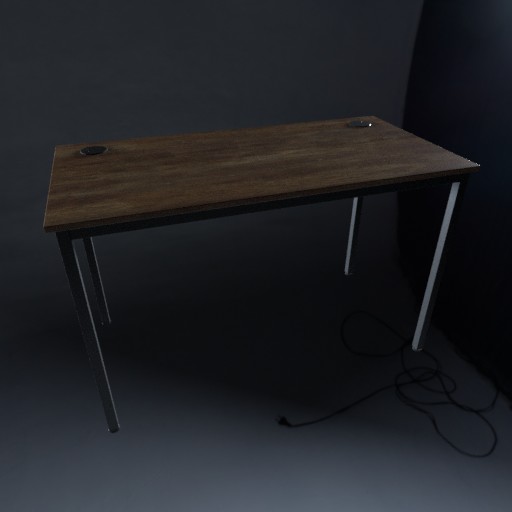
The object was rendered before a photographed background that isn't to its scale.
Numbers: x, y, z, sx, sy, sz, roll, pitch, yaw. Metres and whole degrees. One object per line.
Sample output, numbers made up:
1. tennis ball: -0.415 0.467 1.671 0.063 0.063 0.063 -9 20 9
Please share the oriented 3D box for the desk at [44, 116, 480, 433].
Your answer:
1. desk: 0.000 0.000 1.586 1.200 0.749 0.600 -10 33 -16
